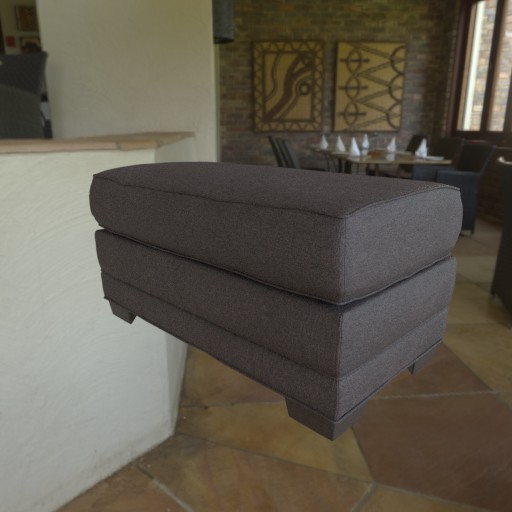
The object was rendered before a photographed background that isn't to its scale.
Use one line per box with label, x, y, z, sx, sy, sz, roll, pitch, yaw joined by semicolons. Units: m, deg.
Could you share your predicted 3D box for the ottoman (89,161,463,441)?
ottoman;0.000;0.000;1.144;0.864;0.448;0.490;16;22;42
